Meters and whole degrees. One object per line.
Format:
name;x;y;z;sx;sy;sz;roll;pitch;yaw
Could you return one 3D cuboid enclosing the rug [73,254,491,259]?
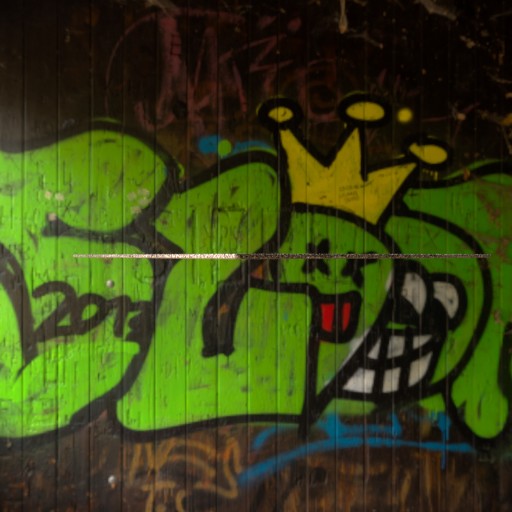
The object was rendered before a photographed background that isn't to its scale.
rug;0.000;0.000;3.980;2.401;0.025;3.000;0;0;-36
